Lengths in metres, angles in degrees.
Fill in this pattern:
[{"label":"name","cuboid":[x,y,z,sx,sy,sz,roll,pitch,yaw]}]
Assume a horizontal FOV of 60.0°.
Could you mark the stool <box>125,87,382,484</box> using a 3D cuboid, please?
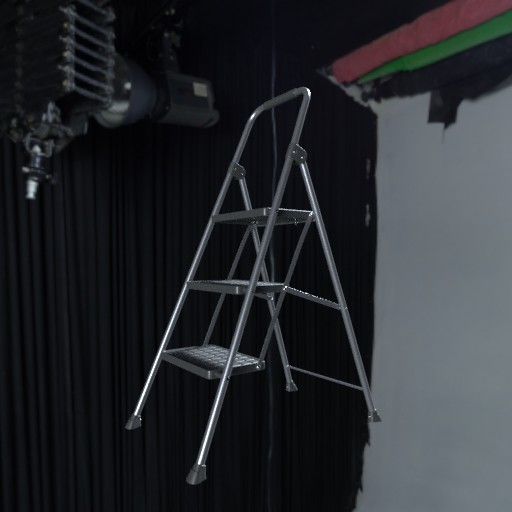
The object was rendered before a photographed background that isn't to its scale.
[{"label":"stool","cuboid":[0.000,0.000,1.485,0.733,1.121,0.473,0,0,-36]}]
